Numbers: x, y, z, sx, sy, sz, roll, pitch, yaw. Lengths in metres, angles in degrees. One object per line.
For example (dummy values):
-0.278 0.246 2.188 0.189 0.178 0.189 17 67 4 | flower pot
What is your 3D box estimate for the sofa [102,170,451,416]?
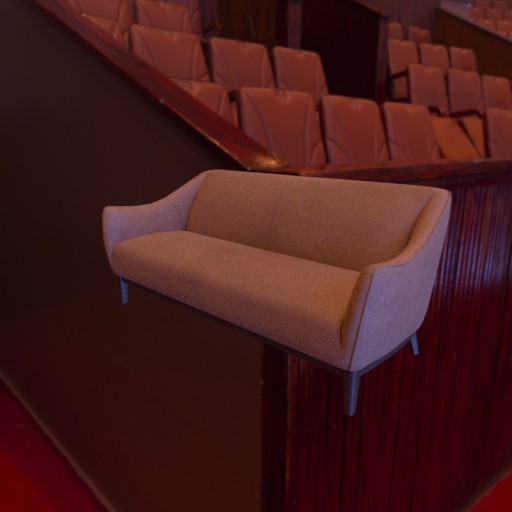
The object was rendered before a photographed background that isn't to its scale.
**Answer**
0.000 0.000 2.470 1.928 0.830 0.869 14 21 42 | sofa
